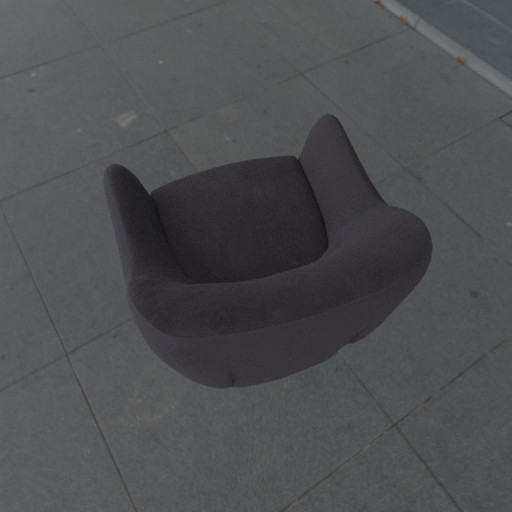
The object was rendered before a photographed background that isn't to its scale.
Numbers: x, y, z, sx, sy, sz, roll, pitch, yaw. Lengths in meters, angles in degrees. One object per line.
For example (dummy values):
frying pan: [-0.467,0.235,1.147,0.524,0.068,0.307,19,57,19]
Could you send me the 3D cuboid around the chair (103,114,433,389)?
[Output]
chair: [0.000,0.000,1.504,0.840,0.807,0.819,-16,60,-9]
